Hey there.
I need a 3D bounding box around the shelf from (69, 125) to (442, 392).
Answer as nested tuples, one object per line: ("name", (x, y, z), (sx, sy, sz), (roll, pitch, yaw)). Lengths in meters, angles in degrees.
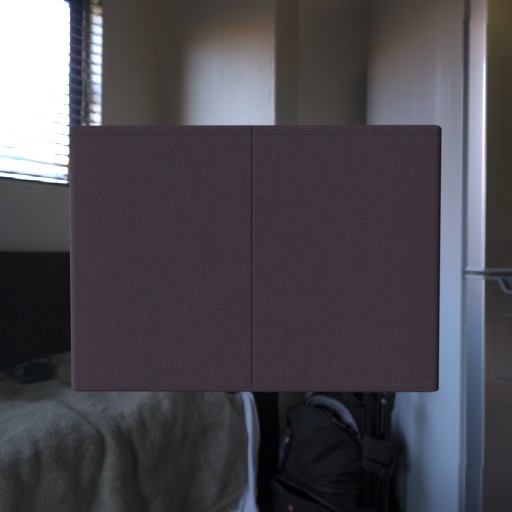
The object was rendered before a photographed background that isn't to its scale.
("shelf", (0.000, 0.000, 0.491), (0.292, 0.210, 0.292), (0, 1, 0))
